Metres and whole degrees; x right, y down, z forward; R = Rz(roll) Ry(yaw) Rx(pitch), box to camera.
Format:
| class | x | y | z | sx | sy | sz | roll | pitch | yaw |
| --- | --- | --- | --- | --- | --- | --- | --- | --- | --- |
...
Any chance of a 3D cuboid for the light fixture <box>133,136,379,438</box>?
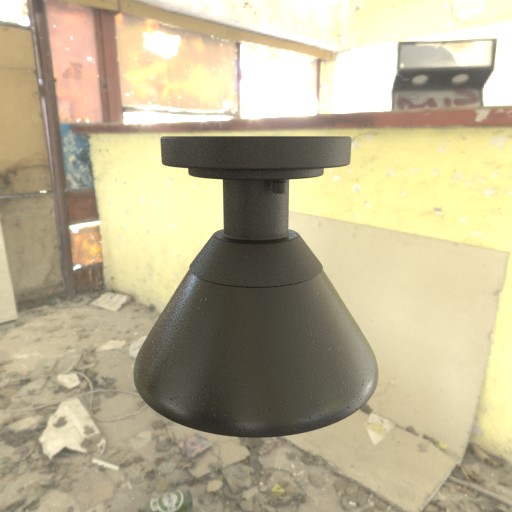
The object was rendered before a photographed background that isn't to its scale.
| class | x | y | z | sx | sy | sz | roll | pitch | yaw |
| --- | --- | --- | --- | --- | --- | --- | --- | --- | --- |
| light fixture | 0.000 | 0.000 | 0.352 | 0.200 | 0.183 | 0.200 | 0 | 15 | 0 |
